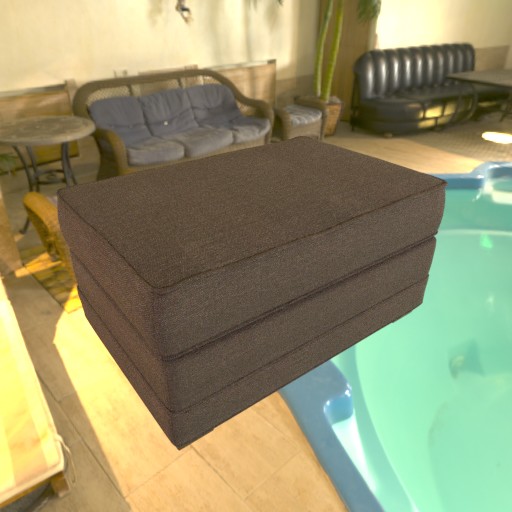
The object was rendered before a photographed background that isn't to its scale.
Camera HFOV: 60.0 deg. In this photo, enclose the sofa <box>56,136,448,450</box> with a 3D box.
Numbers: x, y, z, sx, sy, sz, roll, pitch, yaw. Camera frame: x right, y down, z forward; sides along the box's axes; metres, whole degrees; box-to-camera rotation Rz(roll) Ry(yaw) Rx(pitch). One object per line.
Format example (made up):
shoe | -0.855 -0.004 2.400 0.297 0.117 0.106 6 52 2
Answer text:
sofa | 0.000 0.000 1.209 0.854 0.457 0.578 -21 36 -32
